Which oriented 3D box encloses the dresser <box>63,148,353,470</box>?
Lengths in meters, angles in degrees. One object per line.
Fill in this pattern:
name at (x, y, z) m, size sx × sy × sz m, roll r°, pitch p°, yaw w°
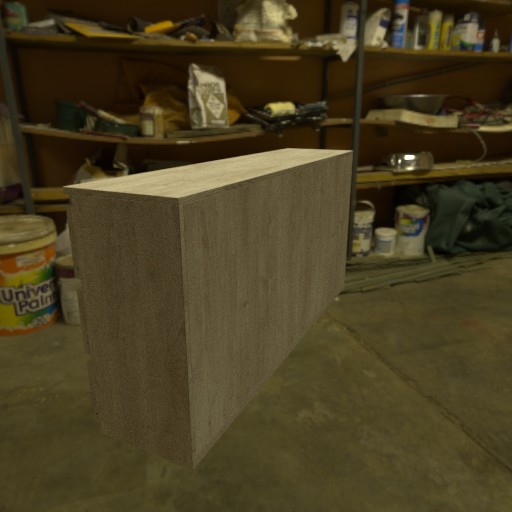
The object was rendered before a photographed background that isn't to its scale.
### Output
dresser at (0.000, 0.000, 1.918) m, size 0.390 × 0.795 × 1.590 m, roll 9°, pitch 20°, yaw 25°
